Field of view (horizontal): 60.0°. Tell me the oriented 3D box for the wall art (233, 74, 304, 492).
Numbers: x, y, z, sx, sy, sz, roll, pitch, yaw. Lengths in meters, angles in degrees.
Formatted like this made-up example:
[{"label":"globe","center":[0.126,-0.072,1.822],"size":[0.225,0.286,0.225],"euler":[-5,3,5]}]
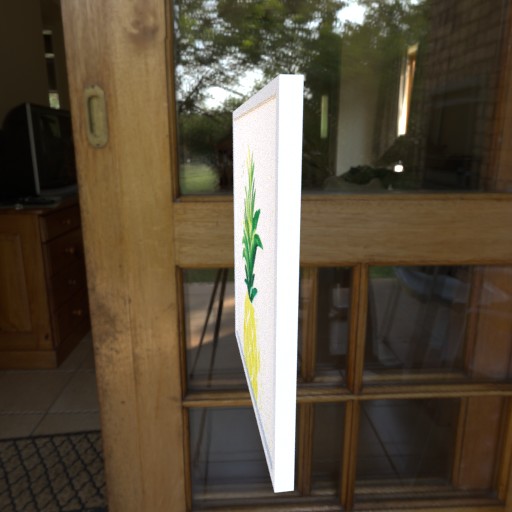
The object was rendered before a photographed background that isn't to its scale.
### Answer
[{"label":"wall art","center":[0.000,0.000,1.141],"size":[0.038,0.761,0.763],"euler":[-2,14,-8]}]
